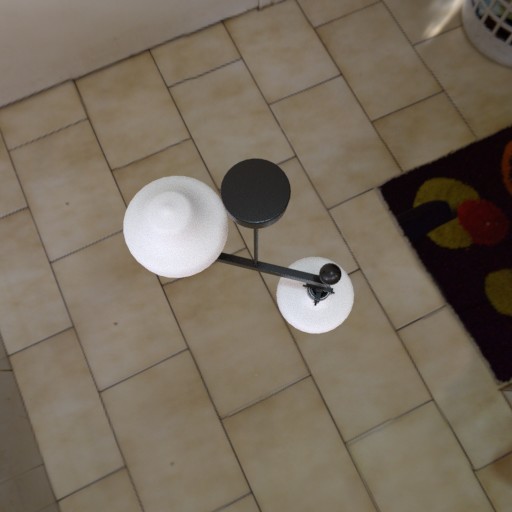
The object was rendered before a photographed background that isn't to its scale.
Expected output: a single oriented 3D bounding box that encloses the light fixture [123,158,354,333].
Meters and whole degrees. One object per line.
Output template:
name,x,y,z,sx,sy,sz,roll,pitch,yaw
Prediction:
light fixture,0.000,0.000,1.004,0.489,0.743,0.422,-23,76,-6
